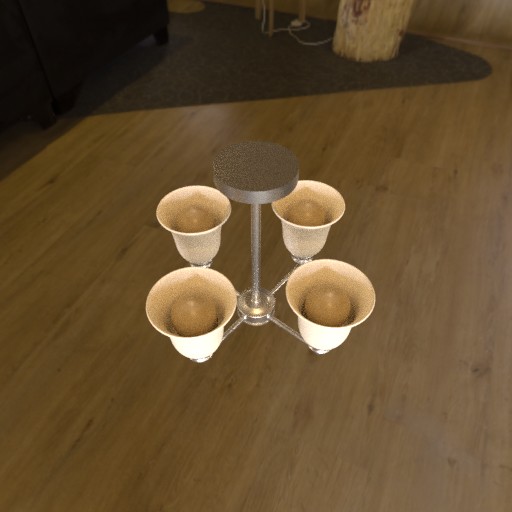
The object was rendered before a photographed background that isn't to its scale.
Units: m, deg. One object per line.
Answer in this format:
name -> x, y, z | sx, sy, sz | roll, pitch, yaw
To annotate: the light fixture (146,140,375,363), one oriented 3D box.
light fixture -> 0.000, 0.000, 0.749 | 0.427, 0.370, 0.427 | 32, 54, 26
